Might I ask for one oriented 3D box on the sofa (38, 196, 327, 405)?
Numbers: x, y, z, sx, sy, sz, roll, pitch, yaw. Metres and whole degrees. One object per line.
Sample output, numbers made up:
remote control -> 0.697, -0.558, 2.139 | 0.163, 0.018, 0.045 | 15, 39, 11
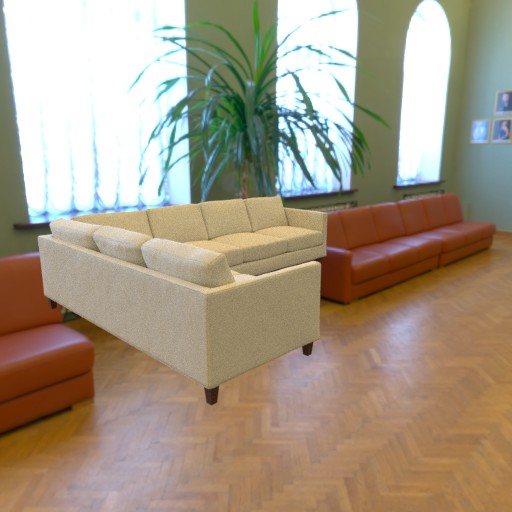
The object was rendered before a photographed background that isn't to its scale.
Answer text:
sofa -> 0.000, 0.000, 4.311 | 2.432, 0.863, 3.182 | 13, 18, 43
